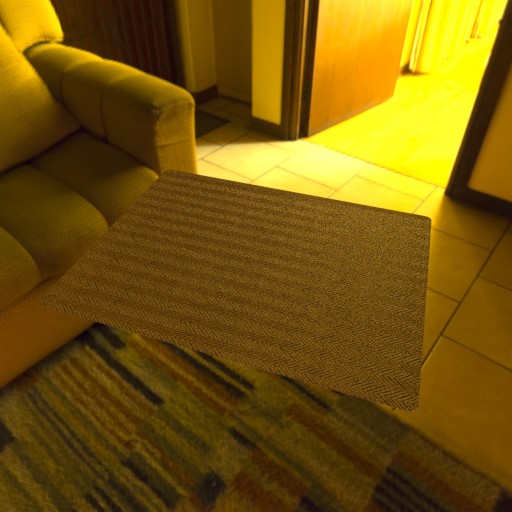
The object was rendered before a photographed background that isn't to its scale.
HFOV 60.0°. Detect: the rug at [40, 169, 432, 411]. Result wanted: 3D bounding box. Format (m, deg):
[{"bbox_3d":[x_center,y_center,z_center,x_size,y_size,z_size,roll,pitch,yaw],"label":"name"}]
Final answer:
[{"bbox_3d":[0.000,0.000,4.340,3.207,0.014,2.439,13,43,14],"label":"rug"}]
